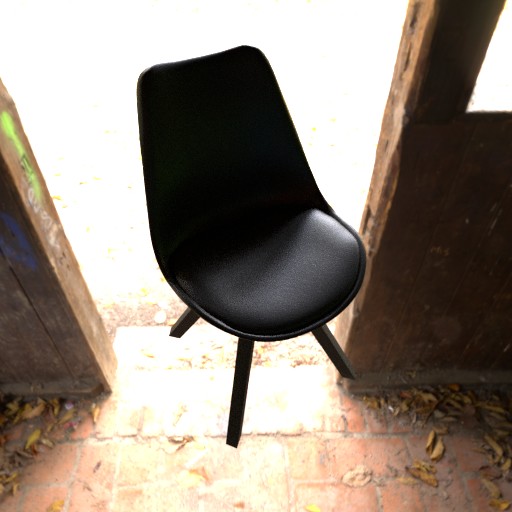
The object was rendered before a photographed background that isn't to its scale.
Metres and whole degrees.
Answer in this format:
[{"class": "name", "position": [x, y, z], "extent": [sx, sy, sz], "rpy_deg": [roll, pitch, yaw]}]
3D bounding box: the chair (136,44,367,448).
[{"class": "chair", "position": [0.000, 0.000, 1.135], "extent": [0.485, 0.850, 0.530], "rpy_deg": [-22, 49, -21]}]
